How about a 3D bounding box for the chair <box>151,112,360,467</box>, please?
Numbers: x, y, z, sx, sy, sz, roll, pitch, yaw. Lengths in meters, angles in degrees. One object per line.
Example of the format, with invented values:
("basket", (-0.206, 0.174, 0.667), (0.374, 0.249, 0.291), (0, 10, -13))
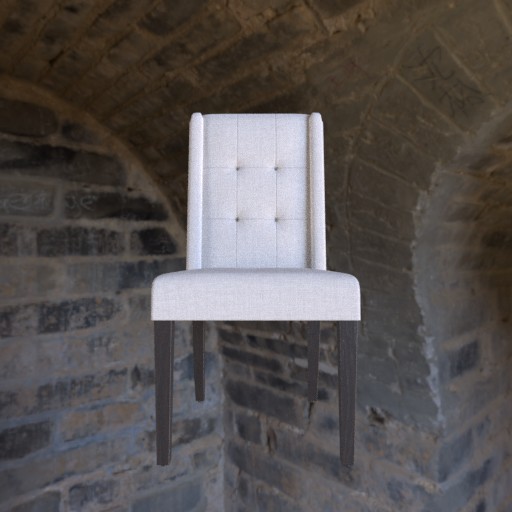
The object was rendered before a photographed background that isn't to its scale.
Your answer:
("chair", (0.000, 0.000, 1.254), (0.474, 0.961, 0.523), (0, 0, 0))
